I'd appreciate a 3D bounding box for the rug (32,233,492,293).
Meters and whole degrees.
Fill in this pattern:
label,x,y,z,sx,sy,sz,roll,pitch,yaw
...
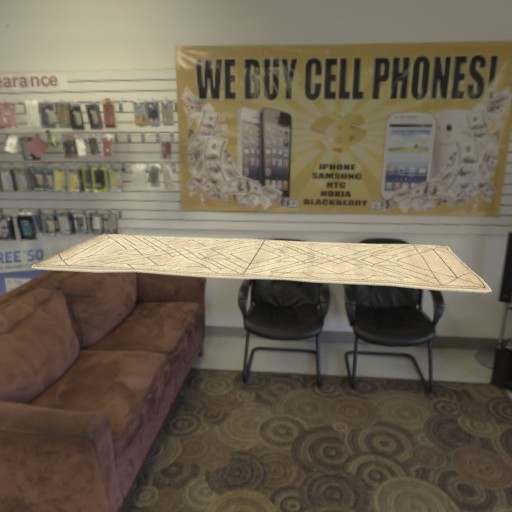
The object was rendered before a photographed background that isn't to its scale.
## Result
label,x,y,z,sx,sy,sz,roll,pitch,yaw
rug,0.000,0.000,2.647,2.381,0.036,0.831,2,16,9
